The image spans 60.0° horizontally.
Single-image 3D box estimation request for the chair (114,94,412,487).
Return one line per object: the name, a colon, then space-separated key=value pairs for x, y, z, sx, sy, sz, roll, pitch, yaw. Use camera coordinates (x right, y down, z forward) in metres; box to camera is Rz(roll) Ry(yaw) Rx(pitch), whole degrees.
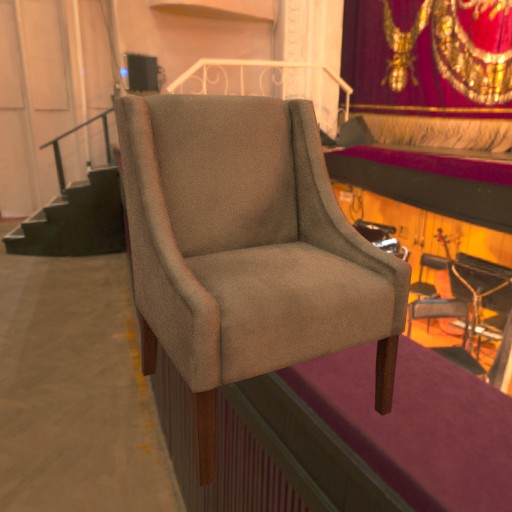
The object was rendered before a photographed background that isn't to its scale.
chair: x=0.000 y=0.000 z=1.283 sx=0.629 sy=0.895 sz=0.629 roll=-9 pitch=19 yaw=-26
